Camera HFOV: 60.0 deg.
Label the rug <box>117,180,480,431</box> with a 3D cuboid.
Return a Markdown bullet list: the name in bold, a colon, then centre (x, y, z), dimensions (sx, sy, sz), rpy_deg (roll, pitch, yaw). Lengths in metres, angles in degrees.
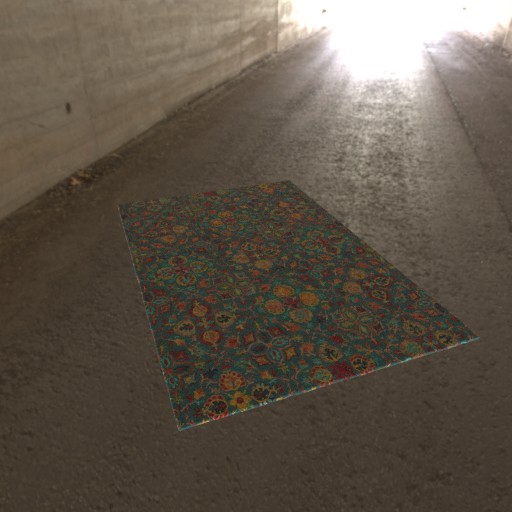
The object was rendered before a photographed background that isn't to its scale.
- **rug**: centre (0.000, 0.000, 2.893), dimensions (1.527, 0.016, 2.290), rpy_deg (-11, 33, -18)
